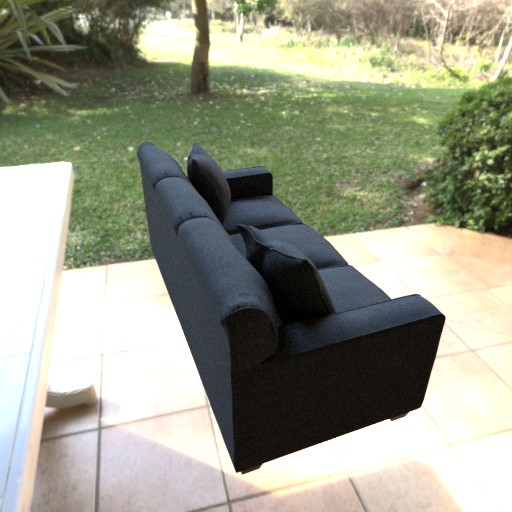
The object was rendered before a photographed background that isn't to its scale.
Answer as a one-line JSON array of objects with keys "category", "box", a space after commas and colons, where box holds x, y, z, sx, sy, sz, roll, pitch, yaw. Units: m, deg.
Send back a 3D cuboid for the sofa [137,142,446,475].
[{"category": "sofa", "box": [0.000, 0.000, 2.576, 0.997, 0.958, 2.024, -11, 32, -18]}]
